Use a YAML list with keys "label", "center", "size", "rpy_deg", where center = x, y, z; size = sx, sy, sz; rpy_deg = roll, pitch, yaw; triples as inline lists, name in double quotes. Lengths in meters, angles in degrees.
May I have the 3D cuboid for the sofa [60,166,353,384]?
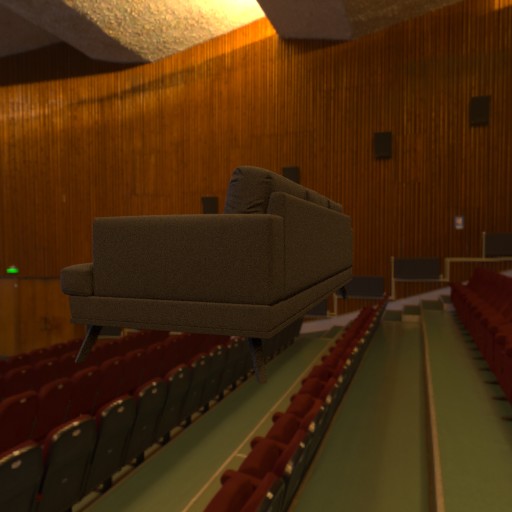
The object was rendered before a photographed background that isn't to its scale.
- label: "sofa"
  center: [0.000, 0.000, 2.747]
  size: [0.920, 0.810, 2.310]
  rpy_deg: [1, 2, 19]
